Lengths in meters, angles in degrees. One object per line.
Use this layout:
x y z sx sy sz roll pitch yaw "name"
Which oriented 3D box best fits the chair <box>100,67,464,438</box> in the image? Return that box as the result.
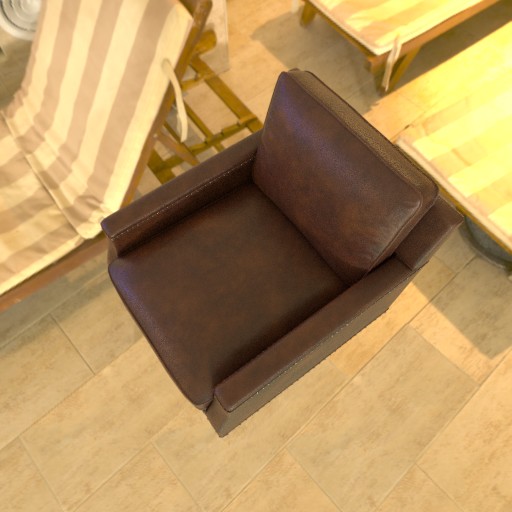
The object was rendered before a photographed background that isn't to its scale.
0.000 0.000 1.696 1.014 0.929 0.853 -33 68 -16 "chair"
